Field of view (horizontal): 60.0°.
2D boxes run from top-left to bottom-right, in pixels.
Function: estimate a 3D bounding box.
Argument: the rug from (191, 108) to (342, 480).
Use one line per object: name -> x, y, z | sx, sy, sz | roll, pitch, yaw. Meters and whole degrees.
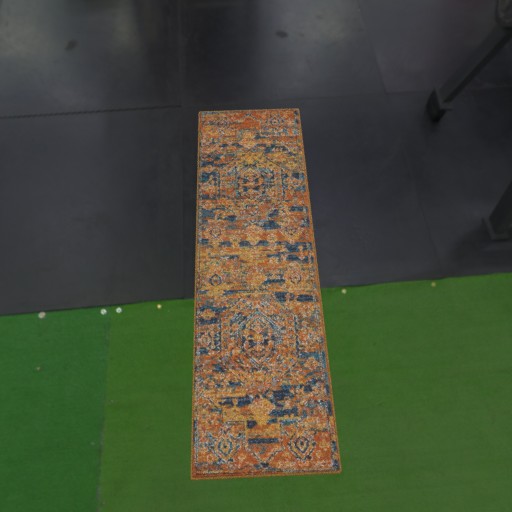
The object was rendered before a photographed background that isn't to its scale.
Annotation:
rug -> 0.000, 0.000, 2.038 | 0.556, 0.013, 1.820 | -2, 63, -1
